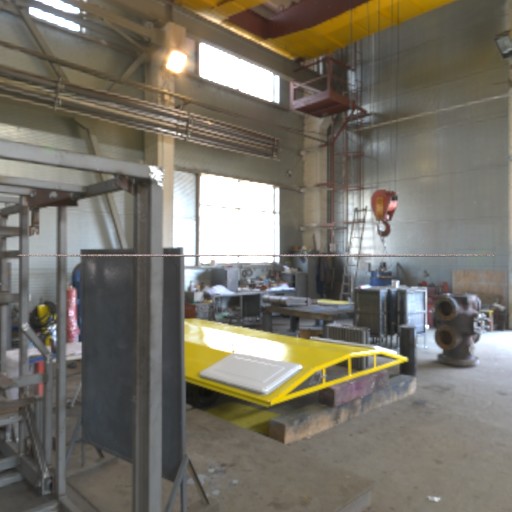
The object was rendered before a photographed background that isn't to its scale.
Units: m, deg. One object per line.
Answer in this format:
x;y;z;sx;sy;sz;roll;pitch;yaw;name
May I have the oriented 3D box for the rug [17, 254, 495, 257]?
0.000;0.000;2.306;1.829;0.005;1.219;0;0;0;rug
